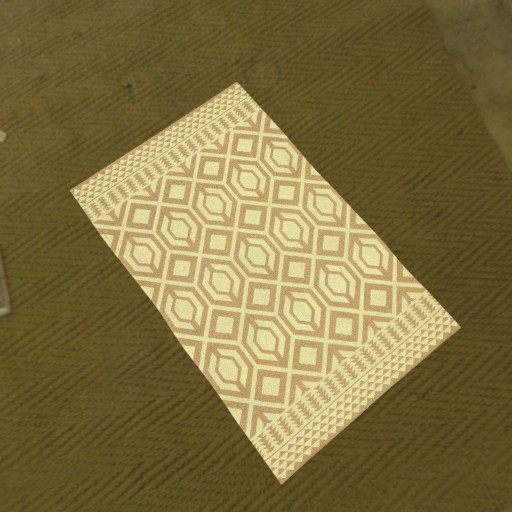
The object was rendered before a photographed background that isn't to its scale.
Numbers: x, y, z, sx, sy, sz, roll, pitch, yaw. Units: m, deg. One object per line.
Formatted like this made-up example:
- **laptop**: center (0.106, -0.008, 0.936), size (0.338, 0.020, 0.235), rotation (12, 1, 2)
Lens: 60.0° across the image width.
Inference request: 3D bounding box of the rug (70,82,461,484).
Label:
- **rug**: center (0.000, 0.000, 3.055), size (1.526, 0.011, 2.435), rotation (-37, 76, -10)
